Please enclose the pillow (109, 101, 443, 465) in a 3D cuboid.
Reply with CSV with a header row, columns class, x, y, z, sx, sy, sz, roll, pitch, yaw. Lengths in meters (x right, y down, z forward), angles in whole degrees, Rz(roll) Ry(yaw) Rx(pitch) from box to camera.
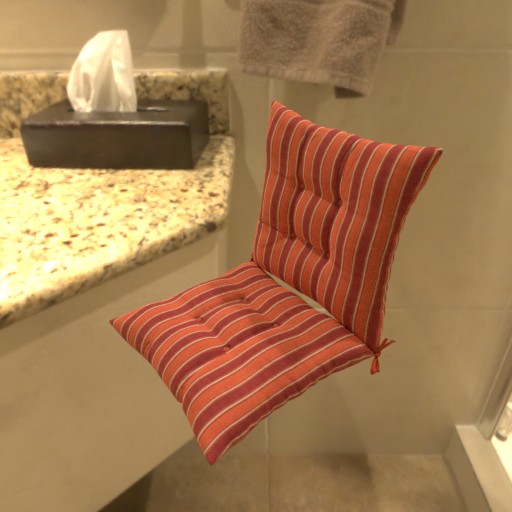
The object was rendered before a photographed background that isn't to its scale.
class,x,y,z,sx,sy,sz,roll,pitch,yaw
pillow,0.000,0.000,1.009,0.585,0.536,0.541,-22,38,-31
